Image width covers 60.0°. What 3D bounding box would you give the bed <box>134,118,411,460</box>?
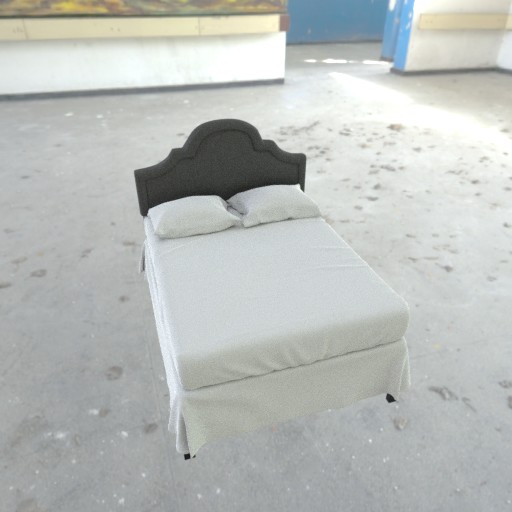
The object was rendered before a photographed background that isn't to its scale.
[{"bbox_3d":[0.000,0.000,3.446,1.780,1.634,2.222,-9,33,-15],"label":"bed"}]
